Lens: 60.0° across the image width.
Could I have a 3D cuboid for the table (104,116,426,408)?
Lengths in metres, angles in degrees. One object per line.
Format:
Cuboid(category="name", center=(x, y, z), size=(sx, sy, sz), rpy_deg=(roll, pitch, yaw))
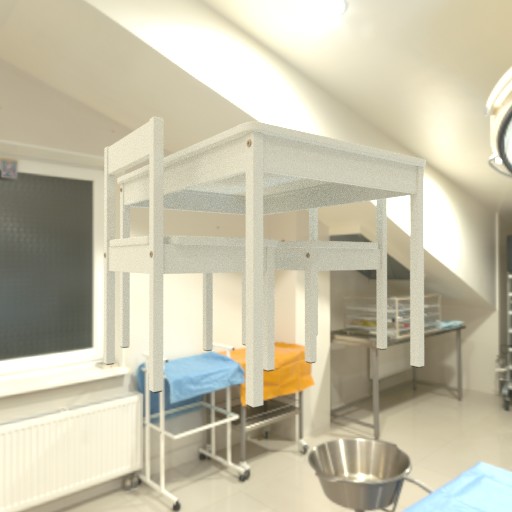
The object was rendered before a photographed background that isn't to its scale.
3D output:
Cuboid(category="table", center=(0.000, 0.000, 1.115), size=(0.672, 0.503, 0.650), rpy_deg=(0, -1, -36))
